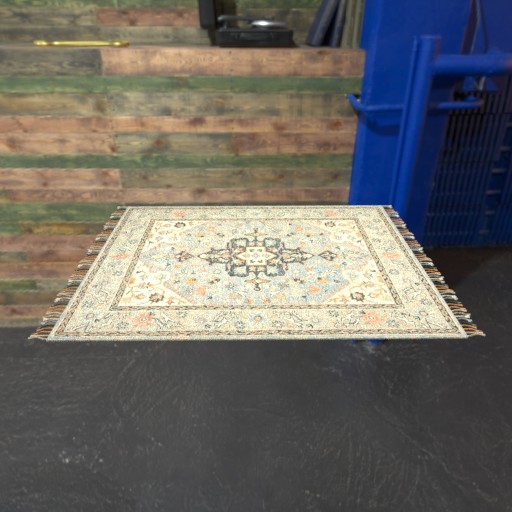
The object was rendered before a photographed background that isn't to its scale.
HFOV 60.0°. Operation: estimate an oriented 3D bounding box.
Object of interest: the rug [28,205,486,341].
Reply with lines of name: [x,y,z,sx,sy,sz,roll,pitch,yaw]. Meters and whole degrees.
rug: [0.000,0.000,2.221,1.730,0.009,1.278,0,29,-1]
